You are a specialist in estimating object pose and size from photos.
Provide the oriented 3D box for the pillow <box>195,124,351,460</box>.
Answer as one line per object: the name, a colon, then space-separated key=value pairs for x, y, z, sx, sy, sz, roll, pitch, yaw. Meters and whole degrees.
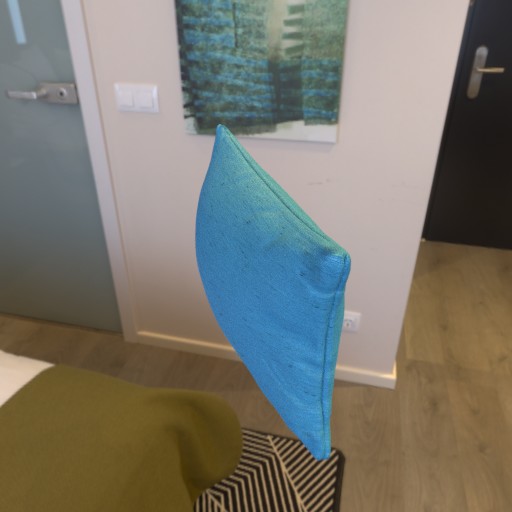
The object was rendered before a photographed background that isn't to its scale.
pillow: x=0.000 y=0.000 z=0.811 sx=0.210 sy=0.338 sz=0.633 roll=-8 pitch=30 yaw=-14
